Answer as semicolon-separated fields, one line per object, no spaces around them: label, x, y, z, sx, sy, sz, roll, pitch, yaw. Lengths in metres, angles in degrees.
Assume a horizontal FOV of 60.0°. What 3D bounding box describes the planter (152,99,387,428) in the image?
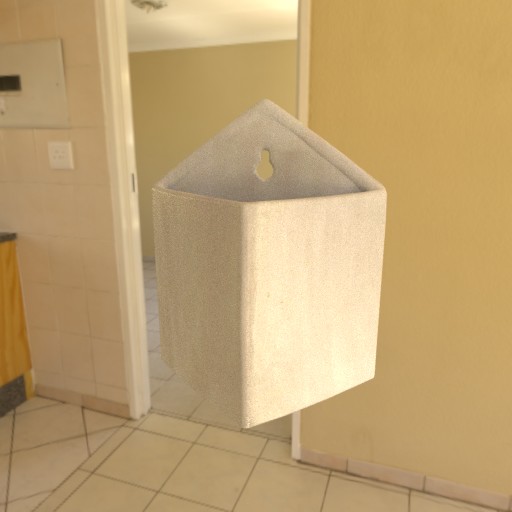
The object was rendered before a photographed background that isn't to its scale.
planter;0.000;0.000;0.279;0.163;0.194;0.080;2;14;9
